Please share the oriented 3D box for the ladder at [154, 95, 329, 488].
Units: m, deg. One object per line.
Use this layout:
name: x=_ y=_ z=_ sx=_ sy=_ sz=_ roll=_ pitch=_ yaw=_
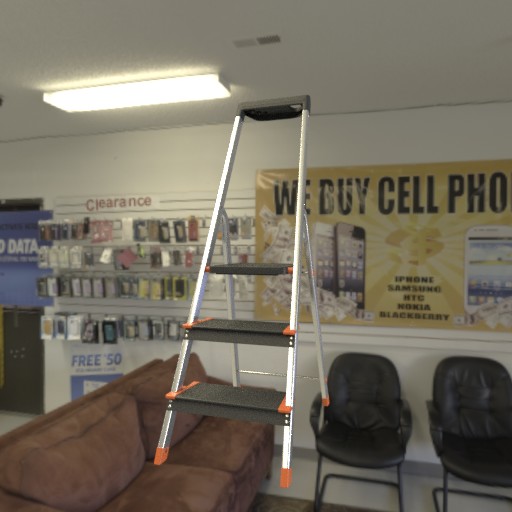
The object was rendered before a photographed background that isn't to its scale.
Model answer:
ladder: x=0.000 y=0.000 z=1.564 sx=0.416 sy=1.229 sz=0.686 roll=0 pitch=1 yaw=19
